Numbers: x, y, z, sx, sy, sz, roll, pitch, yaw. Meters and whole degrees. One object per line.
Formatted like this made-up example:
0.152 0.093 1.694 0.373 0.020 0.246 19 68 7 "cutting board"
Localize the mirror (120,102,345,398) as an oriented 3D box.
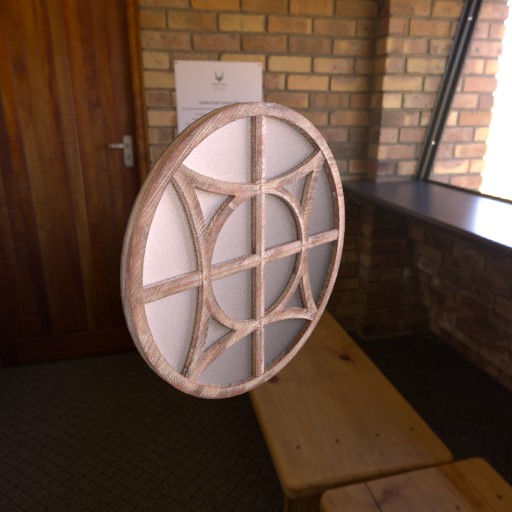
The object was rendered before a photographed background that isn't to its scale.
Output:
0.000 0.000 1.083 0.038 0.710 0.710 17 24 42 "mirror"
